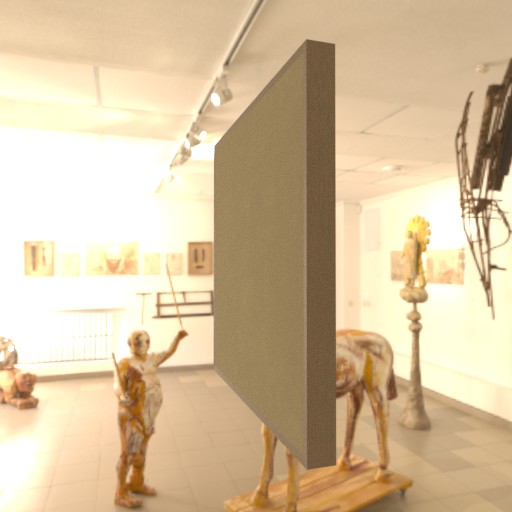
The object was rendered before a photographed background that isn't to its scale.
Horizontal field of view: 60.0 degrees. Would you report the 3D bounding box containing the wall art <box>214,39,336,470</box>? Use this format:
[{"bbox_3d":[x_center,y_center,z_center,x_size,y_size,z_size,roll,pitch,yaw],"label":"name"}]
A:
[{"bbox_3d":[0.000,0.000,0.769,0.038,0.506,0.508,0,-1,-18],"label":"wall art"}]
